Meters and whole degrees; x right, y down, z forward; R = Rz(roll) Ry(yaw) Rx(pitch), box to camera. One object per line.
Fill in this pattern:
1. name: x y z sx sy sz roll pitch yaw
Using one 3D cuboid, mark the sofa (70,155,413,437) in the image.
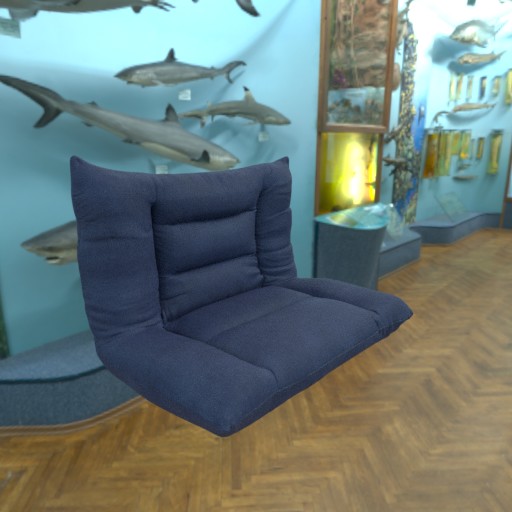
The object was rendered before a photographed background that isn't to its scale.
1. sofa: 0.000 0.000 1.728 0.849 0.778 1.122 13 20 42
